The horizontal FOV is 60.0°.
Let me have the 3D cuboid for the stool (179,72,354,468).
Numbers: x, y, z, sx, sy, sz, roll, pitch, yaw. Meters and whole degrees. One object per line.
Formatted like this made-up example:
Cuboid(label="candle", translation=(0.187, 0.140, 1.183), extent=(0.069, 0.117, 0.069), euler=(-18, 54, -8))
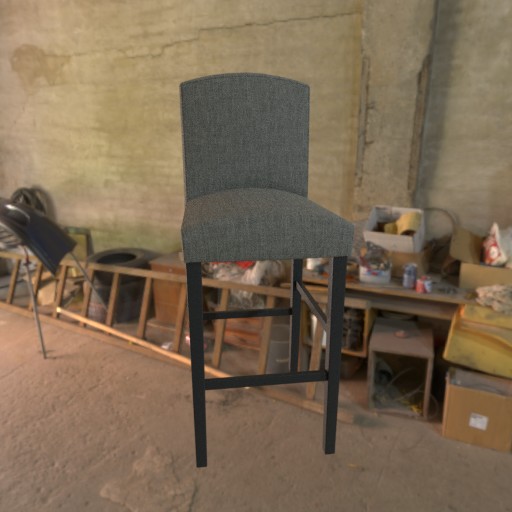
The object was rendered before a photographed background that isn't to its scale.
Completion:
Cuboid(label="stool", translation=(0.000, 0.000, 1.410), extent=(0.451, 1.138, 0.552), euler=(-2, 16, -8))
